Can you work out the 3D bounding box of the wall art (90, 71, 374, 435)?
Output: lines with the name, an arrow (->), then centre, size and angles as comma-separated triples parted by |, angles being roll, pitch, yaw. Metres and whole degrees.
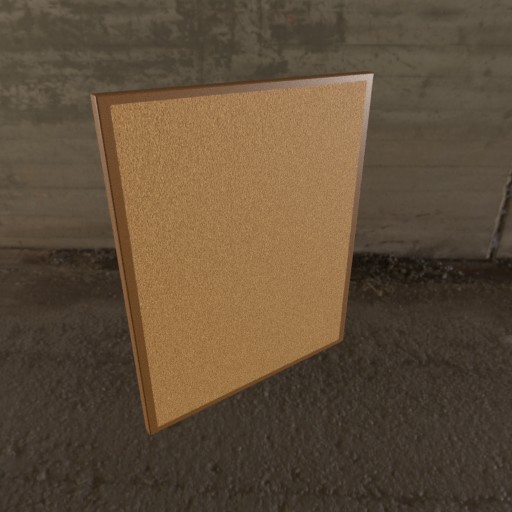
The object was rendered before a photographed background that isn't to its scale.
wall art -> 0.000, 0.000, 0.743 | 0.449, 0.550, 0.021 | -18, 33, -30
